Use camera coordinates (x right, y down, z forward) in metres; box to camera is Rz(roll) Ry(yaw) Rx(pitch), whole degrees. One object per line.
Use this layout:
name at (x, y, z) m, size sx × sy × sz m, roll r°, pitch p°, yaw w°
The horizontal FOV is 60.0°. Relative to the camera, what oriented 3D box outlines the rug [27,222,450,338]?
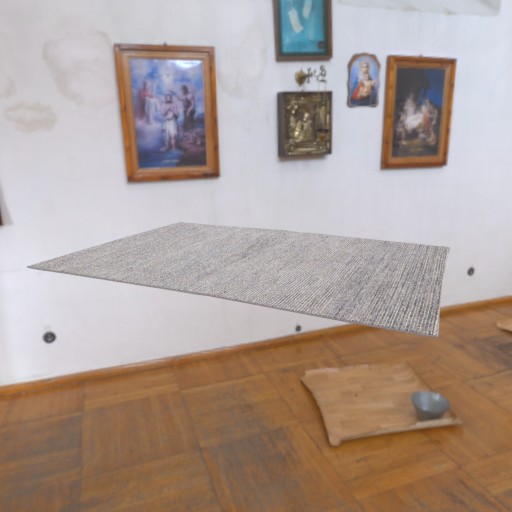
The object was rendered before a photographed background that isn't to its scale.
rug at (0.000, 0.000, 2.893) m, size 2.307 × 0.030 × 1.604 m, roll 7°, pitch 16°, yaw 24°
